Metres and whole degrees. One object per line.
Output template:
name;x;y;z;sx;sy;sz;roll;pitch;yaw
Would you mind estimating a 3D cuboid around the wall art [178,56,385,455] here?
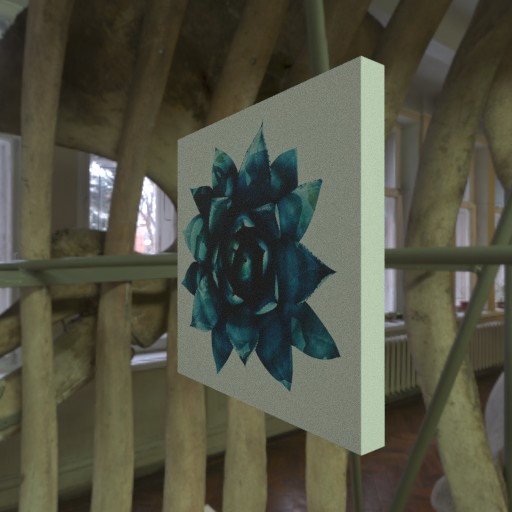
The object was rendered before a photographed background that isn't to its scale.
wall art;0.000;0.000;0.624;0.038;0.406;0.406;0;0;-37
